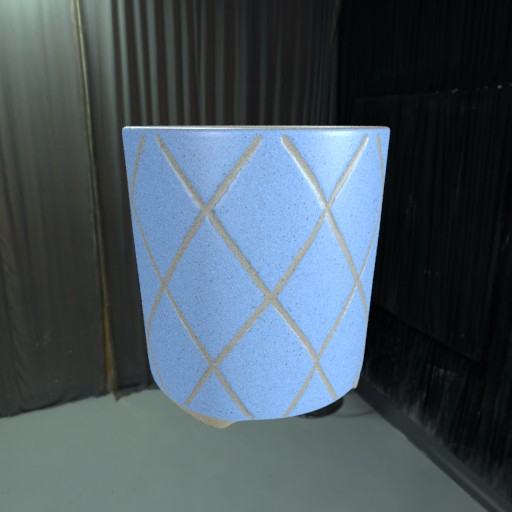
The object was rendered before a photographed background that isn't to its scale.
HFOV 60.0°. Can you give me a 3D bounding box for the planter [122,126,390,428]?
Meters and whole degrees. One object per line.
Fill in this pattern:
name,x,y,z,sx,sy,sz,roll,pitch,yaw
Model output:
planter,0.000,0.000,0.356,0.191,0.200,0.191,0,17,0
